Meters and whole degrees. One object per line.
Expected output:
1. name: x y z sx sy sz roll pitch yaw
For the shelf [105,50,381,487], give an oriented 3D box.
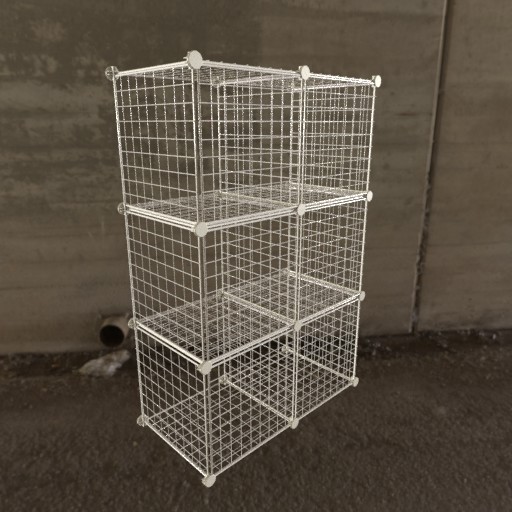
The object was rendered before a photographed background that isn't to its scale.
1. shelf: 0.000 0.000 1.379 0.711 1.067 0.356 -15 23 -42
